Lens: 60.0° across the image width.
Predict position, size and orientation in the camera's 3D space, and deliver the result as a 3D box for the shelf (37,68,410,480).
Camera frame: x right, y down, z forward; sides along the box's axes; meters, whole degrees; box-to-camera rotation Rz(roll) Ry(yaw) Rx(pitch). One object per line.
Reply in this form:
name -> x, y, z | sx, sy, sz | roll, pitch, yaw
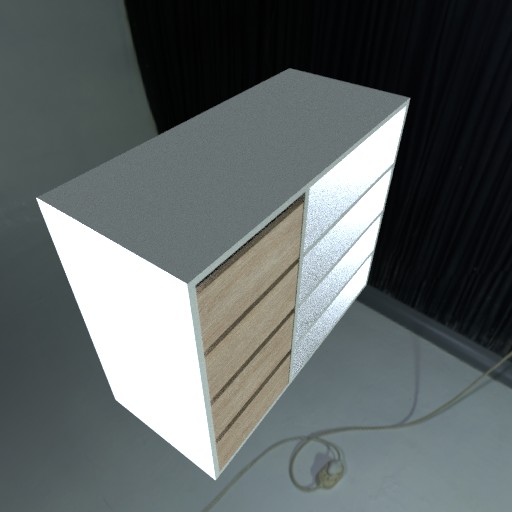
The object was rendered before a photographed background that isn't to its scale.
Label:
shelf -> 0.000, 0.000, 1.281 | 0.396, 0.732, 0.895 | 26, 48, 26
